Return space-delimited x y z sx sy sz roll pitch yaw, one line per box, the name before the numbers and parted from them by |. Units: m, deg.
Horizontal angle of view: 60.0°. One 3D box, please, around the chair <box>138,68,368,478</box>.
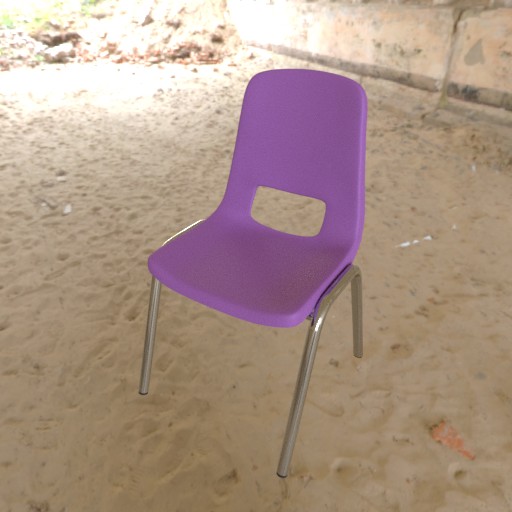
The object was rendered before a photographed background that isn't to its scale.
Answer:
chair | 0.000 0.000 0.672 0.291 0.493 0.301 18 35 28
